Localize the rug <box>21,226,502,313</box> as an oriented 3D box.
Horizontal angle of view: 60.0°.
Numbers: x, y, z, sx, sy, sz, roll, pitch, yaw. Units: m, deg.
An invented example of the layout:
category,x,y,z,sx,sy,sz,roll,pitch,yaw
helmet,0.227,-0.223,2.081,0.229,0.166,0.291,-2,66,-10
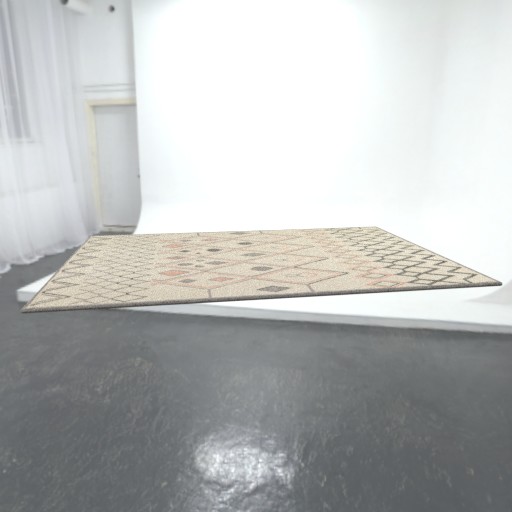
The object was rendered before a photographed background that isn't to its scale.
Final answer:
category,x,y,z,sx,sy,sz,roll,pitch,yaw
rug,0.000,0.000,2.233,1.829,0.016,1.219,-2,15,-9
